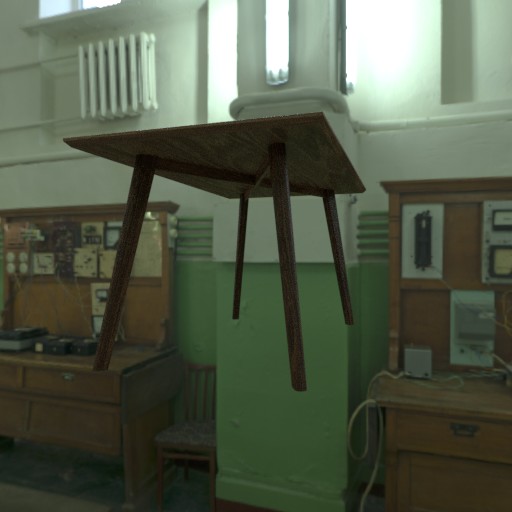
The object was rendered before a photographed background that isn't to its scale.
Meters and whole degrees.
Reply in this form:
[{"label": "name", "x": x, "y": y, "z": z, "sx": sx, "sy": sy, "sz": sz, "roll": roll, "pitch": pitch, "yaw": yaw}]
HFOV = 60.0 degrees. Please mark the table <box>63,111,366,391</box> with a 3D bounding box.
[{"label": "table", "x": 0.000, "y": 0.000, "z": 1.874, "sx": 0.801, "sy": 0.724, "sz": 1.349, "roll": 0, "pitch": 0, "yaw": 18}]
